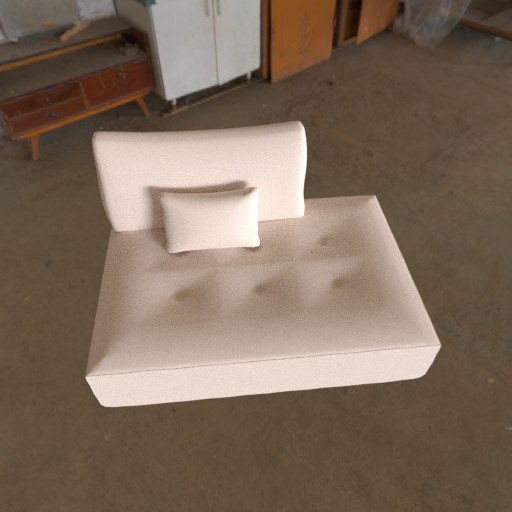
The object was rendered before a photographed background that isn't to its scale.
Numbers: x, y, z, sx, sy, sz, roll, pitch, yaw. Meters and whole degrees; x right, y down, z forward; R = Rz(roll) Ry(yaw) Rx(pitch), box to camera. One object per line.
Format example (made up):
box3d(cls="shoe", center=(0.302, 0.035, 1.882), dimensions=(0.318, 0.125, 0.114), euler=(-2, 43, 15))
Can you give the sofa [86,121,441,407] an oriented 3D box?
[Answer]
box3d(cls="sofa", center=(0.000, 0.000, 2.054), dimensions=(1.450, 0.820, 1.000), euler=(-4, 47, -4))
